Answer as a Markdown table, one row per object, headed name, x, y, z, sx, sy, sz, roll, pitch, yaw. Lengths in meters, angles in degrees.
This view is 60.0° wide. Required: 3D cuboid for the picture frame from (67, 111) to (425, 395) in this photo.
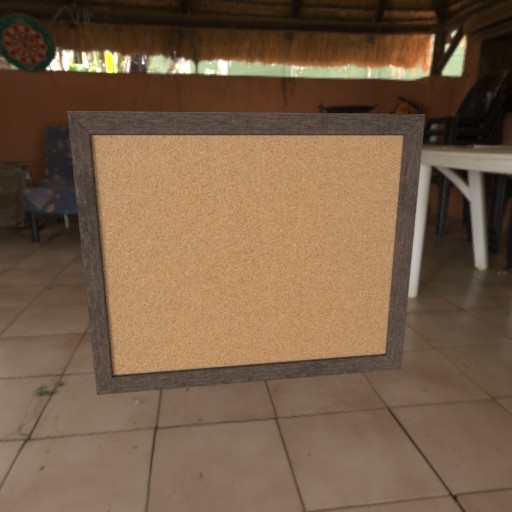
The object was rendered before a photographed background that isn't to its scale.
| name | x | y | z | sx | sy | sz | roll | pitch | yaw |
| --- | --- | --- | --- | --- | --- | --- | --- | --- | --- |
| picture frame | 0.000 | 0.000 | 0.741 | 0.546 | 0.455 | 0.026 | -2 | 15 | -9 |
